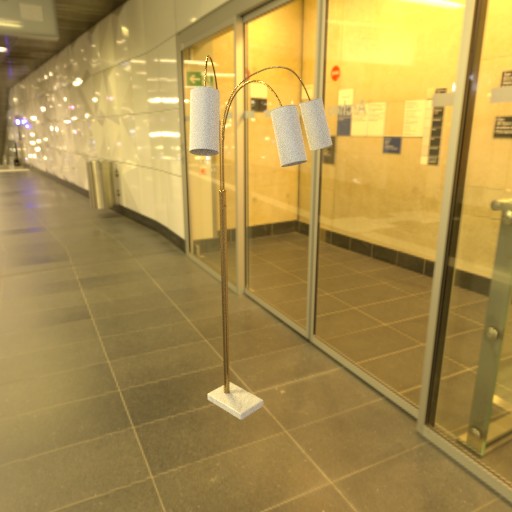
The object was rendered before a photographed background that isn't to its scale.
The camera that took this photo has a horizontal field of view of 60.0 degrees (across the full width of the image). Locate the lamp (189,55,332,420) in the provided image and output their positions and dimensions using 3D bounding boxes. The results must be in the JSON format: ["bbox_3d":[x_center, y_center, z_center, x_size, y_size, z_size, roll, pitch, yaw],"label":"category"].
[{"bbox_3d":[0.000,0.000,2.518,0.667,2.055,1.020,14,21,42],"label":"lamp"}]
